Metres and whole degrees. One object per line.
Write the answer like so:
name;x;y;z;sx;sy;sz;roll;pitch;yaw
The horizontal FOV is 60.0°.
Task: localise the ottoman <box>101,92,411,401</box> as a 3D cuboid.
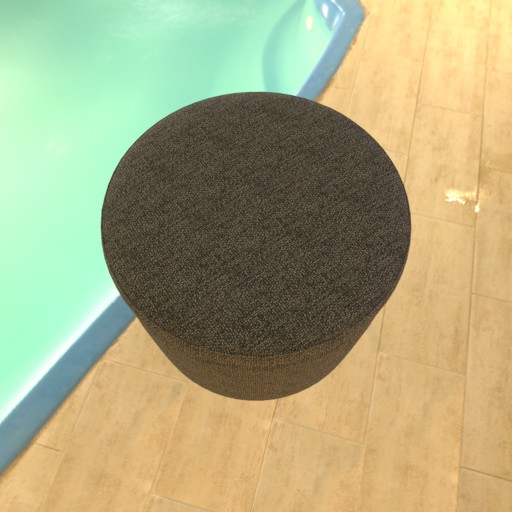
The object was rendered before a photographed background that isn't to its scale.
ottoman;0.000;0.000;0.907;0.520;0.430;0.520;0;64;0
